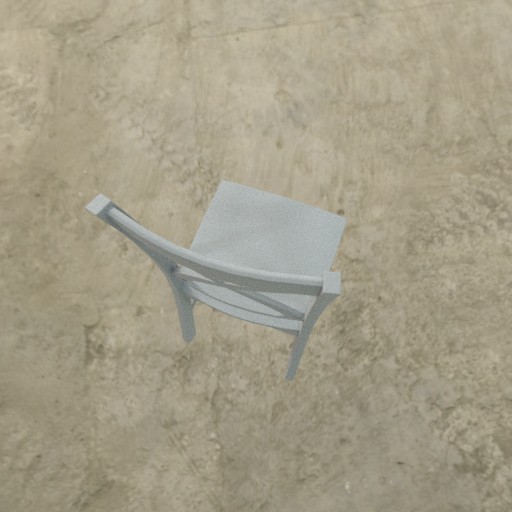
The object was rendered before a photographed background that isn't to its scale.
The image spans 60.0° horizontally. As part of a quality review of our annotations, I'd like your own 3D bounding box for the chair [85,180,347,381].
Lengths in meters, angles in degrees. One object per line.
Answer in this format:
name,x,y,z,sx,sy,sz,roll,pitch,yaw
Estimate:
chair,0.000,0.000,1.317,0.485,0.983,0.542,18,65,9
